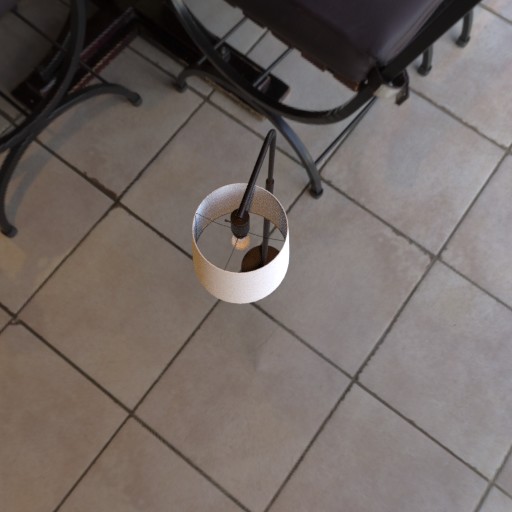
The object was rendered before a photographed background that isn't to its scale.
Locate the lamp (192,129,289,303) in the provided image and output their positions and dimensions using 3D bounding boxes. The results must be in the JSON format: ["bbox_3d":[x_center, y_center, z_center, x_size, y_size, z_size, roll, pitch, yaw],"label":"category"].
[{"bbox_3d":[0.000,0.000,1.653,0.254,1.478,0.508,18,76,5],"label":"lamp"}]
